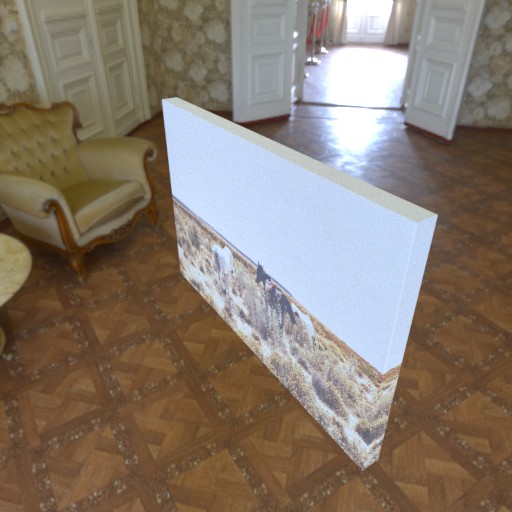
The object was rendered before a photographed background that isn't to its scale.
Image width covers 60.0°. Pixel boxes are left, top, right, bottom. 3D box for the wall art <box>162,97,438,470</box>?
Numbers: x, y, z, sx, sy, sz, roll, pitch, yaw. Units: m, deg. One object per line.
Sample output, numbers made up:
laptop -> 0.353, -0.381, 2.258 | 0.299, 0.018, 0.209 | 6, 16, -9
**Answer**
wall art -> 0.000, 0.000, 1.137 | 0.050, 0.610, 0.914 | -19, 37, -28
